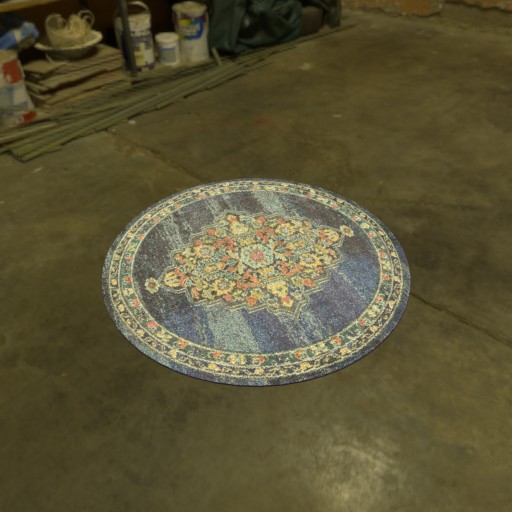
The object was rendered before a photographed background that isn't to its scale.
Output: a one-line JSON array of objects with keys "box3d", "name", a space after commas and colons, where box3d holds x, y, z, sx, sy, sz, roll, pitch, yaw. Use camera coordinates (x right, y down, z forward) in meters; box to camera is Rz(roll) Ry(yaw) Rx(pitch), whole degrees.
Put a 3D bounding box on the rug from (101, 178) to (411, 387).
[{"box3d": [0.000, 0.000, 2.356, 1.591, 0.010, 1.591, 0, 40, 0], "name": "rug"}]
